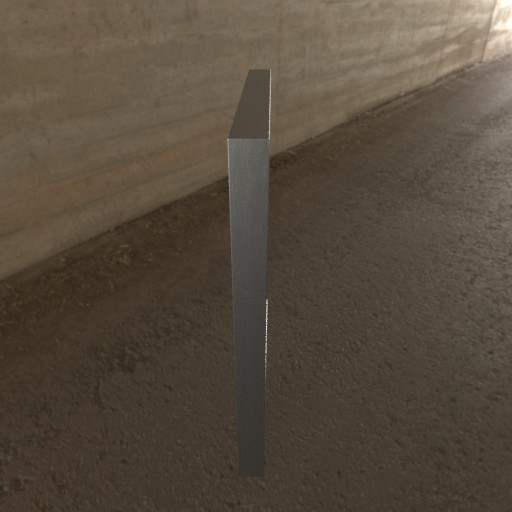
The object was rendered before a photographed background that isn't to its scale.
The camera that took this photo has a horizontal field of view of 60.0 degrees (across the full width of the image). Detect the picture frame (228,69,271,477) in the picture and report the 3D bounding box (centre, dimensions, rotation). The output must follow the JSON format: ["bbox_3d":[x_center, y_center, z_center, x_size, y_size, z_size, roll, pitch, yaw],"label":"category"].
[{"bbox_3d":[0.000,0.000,1.379,0.073,0.968,0.839,1,30,2],"label":"picture frame"}]
